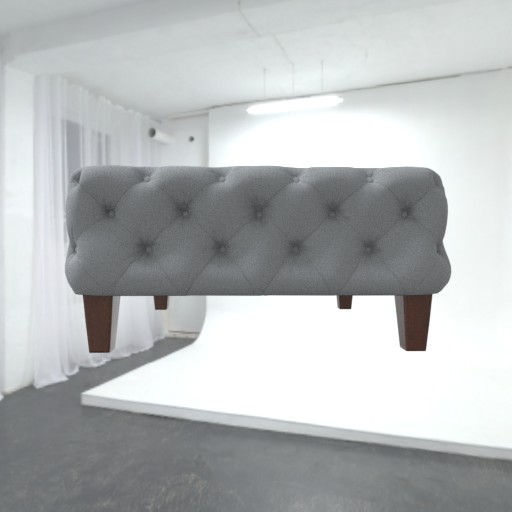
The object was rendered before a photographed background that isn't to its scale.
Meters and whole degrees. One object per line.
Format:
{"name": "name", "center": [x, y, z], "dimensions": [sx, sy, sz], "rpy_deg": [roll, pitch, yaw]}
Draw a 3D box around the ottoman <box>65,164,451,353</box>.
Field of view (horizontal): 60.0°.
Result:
{"name": "ottoman", "center": [0.000, 0.000, 1.187], "dimensions": [0.758, 0.365, 0.764], "rpy_deg": [0, 1, -1]}
